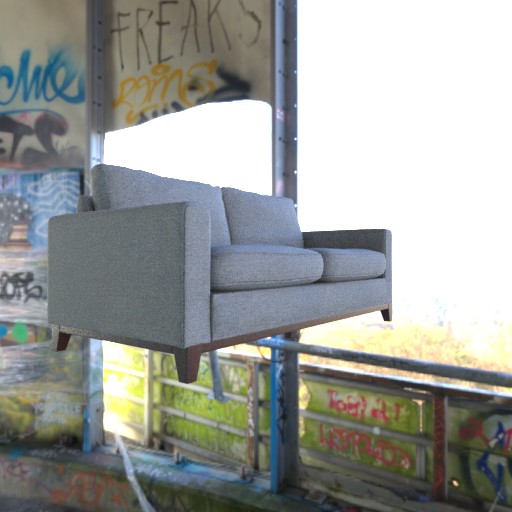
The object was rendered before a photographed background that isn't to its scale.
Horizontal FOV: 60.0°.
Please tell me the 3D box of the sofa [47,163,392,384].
[{"bbox_3d":[0.000,0.000,2.556,0.969,0.892,1.978,0,0,38],"label":"sofa"}]
